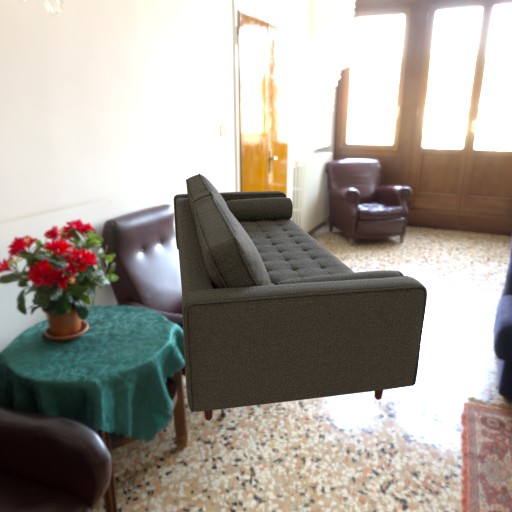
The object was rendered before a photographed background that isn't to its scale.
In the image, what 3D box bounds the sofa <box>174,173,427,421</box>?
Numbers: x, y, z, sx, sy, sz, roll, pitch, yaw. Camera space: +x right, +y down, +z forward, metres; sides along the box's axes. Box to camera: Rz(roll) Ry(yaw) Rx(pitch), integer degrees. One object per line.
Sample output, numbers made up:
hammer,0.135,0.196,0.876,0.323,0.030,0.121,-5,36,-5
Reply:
sofa,0.000,0.000,2.620,0.914,0.762,2.198,-3,18,-10
